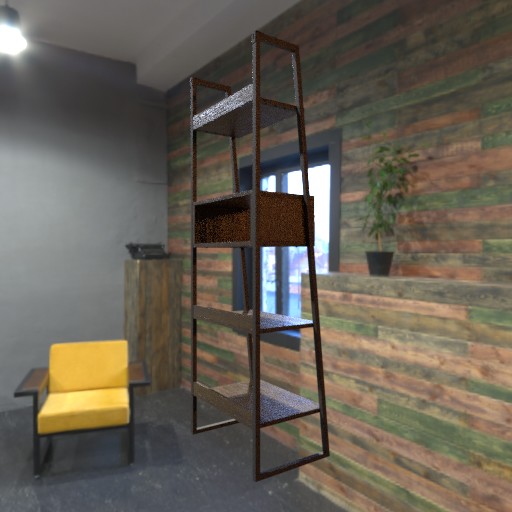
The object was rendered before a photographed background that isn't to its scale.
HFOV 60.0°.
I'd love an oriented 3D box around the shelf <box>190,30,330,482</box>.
[{"bbox_3d":[0.000,0.000,2.357,0.454,2.005,0.652,0,0,-34],"label":"shelf"}]
